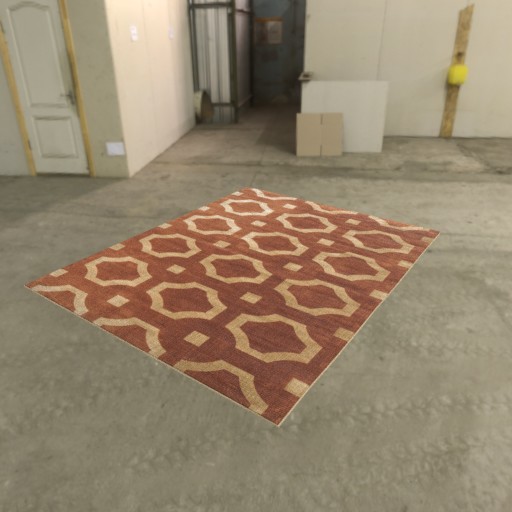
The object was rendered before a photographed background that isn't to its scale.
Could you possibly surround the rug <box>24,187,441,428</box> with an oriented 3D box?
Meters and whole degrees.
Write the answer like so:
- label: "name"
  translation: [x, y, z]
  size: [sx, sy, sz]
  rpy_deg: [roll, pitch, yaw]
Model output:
- label: "rug"
  translation: [0.000, 0.000, 4.063]
  size: [2.466, 0.021, 3.049]
  rpy_deg: [18, 32, 31]
